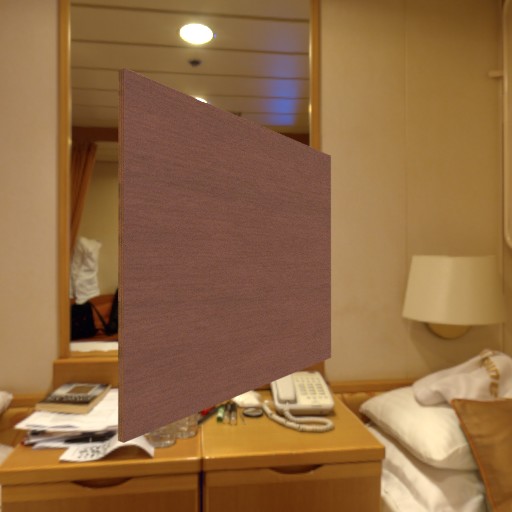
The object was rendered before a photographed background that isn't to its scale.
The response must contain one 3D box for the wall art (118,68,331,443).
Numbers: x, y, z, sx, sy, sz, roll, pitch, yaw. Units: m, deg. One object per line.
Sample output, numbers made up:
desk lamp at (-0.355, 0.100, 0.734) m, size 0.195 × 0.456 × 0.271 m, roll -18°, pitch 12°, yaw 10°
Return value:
wall art at (0.000, 0.000, 0.691) m, size 0.010 × 0.408 × 0.508 m, roll 0°, pitch 0°, yaw 36°
